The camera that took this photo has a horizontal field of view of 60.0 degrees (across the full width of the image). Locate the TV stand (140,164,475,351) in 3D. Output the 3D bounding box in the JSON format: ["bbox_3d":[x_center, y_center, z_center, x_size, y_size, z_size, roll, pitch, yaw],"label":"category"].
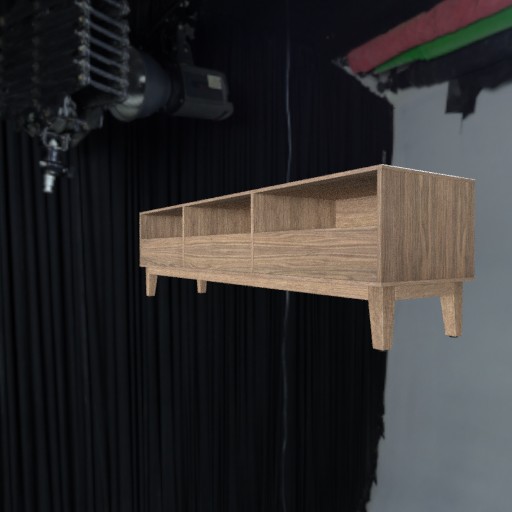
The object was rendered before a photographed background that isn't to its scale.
[{"bbox_3d":[0.000,0.000,1.662,0.366,0.409,1.482,-1,1,-34],"label":"TV stand"}]
